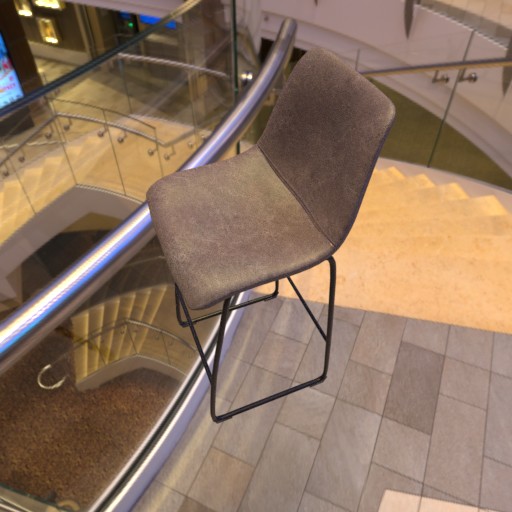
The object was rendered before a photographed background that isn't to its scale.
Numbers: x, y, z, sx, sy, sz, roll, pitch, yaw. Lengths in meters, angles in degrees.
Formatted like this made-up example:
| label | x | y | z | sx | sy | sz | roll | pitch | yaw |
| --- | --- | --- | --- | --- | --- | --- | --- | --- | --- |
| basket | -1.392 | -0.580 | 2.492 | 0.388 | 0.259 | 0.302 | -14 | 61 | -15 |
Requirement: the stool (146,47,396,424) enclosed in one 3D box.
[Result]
| label | x | y | z | sx | sy | sz | roll | pitch | yaw |
| --- | --- | --- | --- | --- | --- | --- | --- | --- | --- |
| stool | 0.000 | 0.000 | 1.390 | 0.561 | 1.082 | 0.514 | -16 | 48 | -15 |
